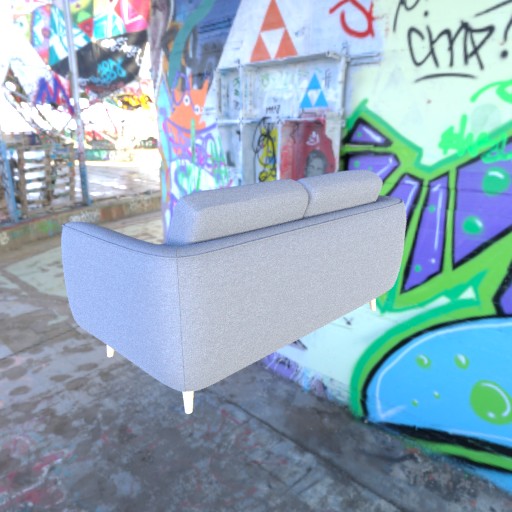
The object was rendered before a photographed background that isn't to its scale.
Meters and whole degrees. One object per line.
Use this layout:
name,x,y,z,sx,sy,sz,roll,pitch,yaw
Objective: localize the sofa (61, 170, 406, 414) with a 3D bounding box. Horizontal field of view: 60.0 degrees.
sofa,0.000,0.000,2.294,0.920,0.850,1.700,16,23,42
